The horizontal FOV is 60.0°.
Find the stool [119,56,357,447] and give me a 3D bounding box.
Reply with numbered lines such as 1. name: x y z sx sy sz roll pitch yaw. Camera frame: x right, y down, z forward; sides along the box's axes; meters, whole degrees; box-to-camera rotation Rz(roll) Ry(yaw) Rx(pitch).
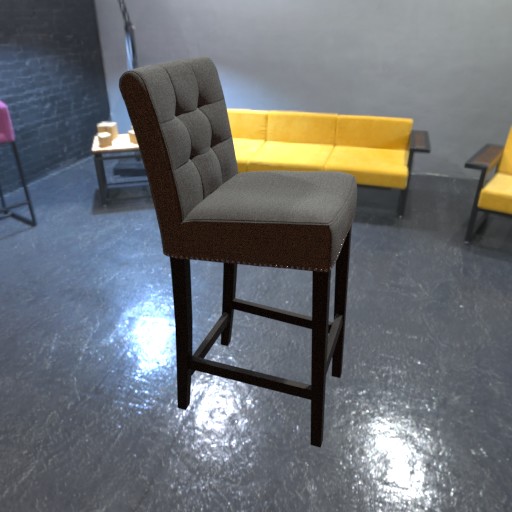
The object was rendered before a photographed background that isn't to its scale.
1. stool: 0.000 0.000 1.317 0.548 1.047 0.411 10 30 18
